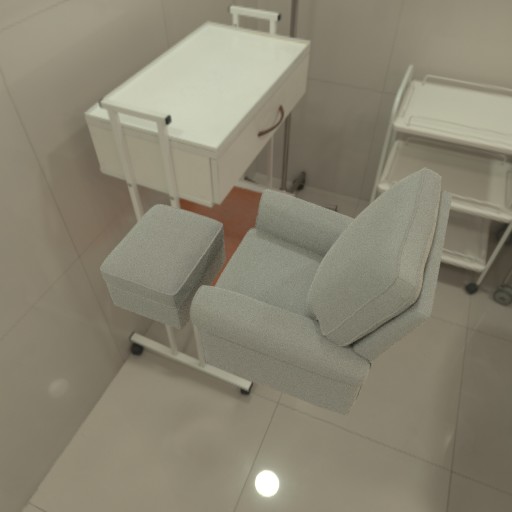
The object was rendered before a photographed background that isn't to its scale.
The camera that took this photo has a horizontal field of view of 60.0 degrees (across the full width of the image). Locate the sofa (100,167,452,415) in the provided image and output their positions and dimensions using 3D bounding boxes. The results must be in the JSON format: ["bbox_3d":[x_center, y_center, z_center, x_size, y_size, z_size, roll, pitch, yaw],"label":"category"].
[{"bbox_3d":[0.000,0.000,2.065,1.478,0.959,0.880,17,49,15],"label":"sofa"}]
